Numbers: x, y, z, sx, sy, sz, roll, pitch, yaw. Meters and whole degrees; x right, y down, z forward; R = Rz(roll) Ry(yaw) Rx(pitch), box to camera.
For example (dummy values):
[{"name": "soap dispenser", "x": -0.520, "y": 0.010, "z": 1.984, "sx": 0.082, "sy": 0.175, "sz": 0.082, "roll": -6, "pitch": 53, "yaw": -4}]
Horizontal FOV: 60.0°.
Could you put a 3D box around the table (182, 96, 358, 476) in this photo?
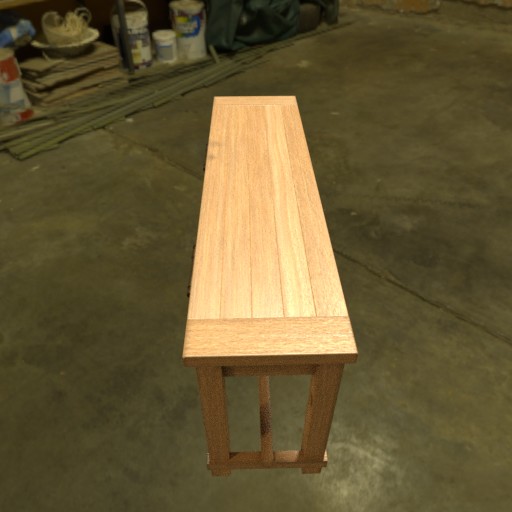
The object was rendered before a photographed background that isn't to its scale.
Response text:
[{"name": "table", "x": 0.000, "y": 0.000, "z": 1.886, "sx": 0.442, "sy": 0.762, "sz": 1.599, "roll": -1, "pitch": 41, "yaw": -1}]
